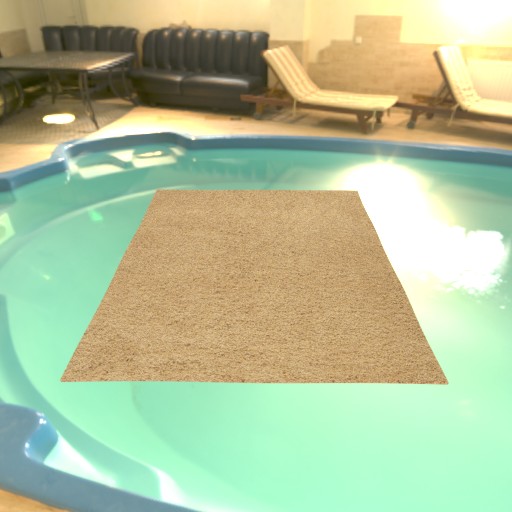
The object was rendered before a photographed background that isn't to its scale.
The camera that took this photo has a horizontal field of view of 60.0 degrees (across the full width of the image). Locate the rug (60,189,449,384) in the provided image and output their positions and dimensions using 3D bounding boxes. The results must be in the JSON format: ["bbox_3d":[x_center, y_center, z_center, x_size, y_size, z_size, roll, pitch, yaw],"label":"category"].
[{"bbox_3d":[0.000,0.000,4.018,2.400,0.025,3.000,0,31,0],"label":"rug"}]
